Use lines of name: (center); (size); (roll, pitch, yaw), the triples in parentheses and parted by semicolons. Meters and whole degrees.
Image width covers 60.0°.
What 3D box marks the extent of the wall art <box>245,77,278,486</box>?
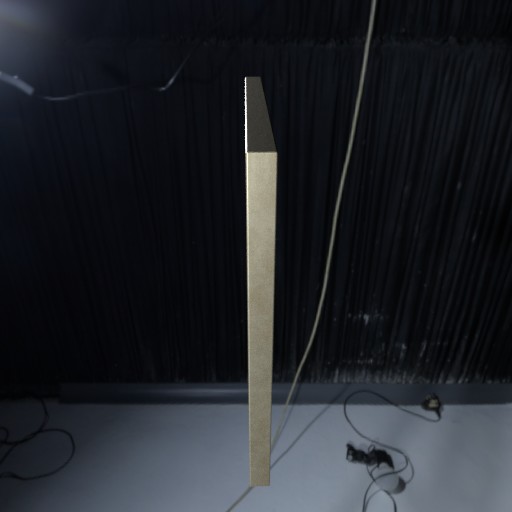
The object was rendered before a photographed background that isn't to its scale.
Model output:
wall art: (0.000, 0.000, 0.756); (0.030, 0.506, 0.503); (-1, 29, -1)
